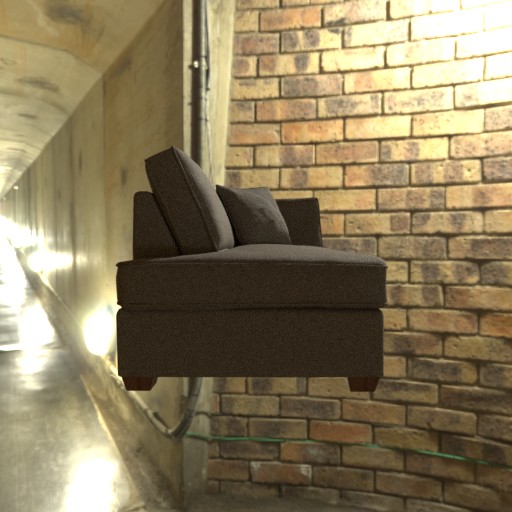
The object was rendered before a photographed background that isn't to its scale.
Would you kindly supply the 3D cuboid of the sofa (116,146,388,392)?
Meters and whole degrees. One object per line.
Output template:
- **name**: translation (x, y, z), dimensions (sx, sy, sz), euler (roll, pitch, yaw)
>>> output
- **sofa**: translation (0.000, 0.000, 2.824), dimensions (1.110, 1.033, 2.237), euler (0, 1, 1)
